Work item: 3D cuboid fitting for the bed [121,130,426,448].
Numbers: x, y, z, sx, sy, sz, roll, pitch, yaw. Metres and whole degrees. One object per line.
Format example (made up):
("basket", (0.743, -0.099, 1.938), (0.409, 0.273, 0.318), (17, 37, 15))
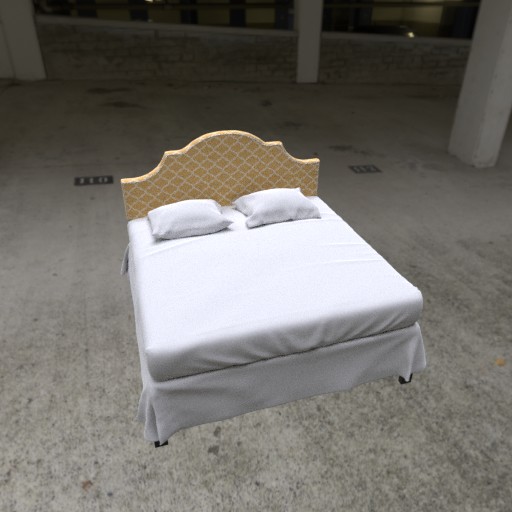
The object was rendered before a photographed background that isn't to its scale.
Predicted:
("bed", (0.000, 0.000, 3.738), (2.314, 1.601, 2.222), (-9, 32, -15))
